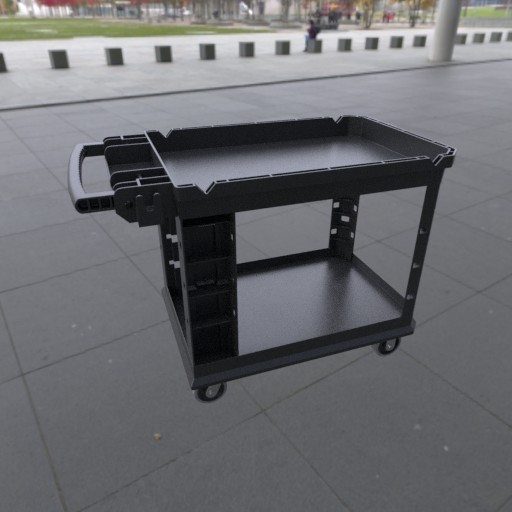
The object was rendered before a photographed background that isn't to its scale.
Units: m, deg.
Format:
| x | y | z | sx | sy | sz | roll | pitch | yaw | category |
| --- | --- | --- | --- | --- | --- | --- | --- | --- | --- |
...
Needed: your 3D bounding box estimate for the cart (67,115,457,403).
| x | y | z | sx | sy | sz | roll | pitch | yaw | category |
| --- | --- | --- | --- | --- | --- | --- | --- | --- | --- |
| 0.000 | 0.000 | 1.751 | 1.239 | 0.884 | 0.674 | -10 | 30 | -17 | cart |
